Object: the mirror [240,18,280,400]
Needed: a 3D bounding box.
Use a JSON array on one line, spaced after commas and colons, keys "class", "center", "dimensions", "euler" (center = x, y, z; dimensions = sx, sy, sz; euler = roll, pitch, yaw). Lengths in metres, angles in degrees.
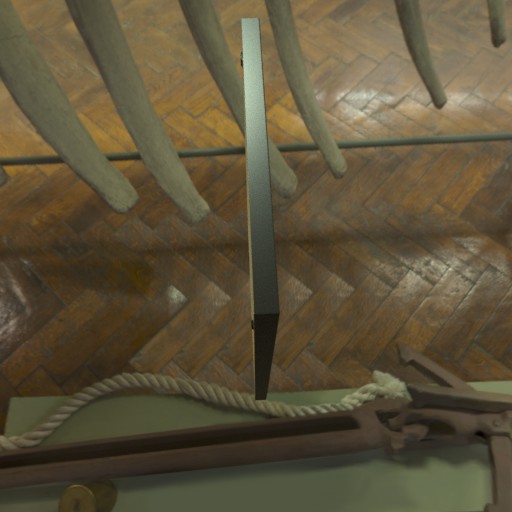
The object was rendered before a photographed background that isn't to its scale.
[{"class": "mirror", "center": [0.000, 0.000, 1.159], "dimensions": [0.041, 0.915, 0.609], "euler": [-2, 65, -1]}]
